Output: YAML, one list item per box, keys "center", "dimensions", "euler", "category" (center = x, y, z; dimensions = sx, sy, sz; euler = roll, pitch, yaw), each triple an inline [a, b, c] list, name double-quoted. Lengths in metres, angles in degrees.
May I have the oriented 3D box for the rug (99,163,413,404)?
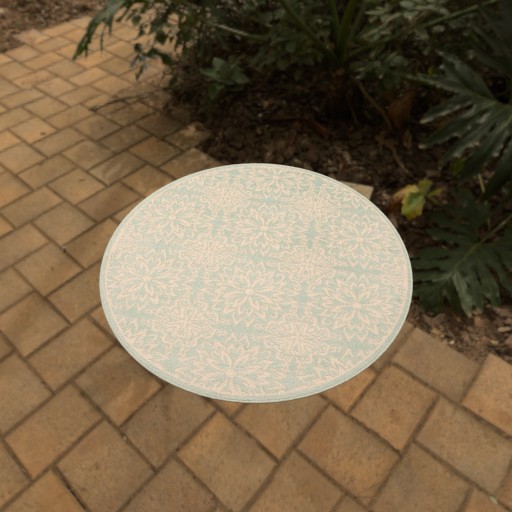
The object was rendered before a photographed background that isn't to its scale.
- center: [0.000, 0.000, 2.314]
  dimensions: [1.593, 0.012, 1.593]
  euler: [0, 48, 0]
  category: "rug"
